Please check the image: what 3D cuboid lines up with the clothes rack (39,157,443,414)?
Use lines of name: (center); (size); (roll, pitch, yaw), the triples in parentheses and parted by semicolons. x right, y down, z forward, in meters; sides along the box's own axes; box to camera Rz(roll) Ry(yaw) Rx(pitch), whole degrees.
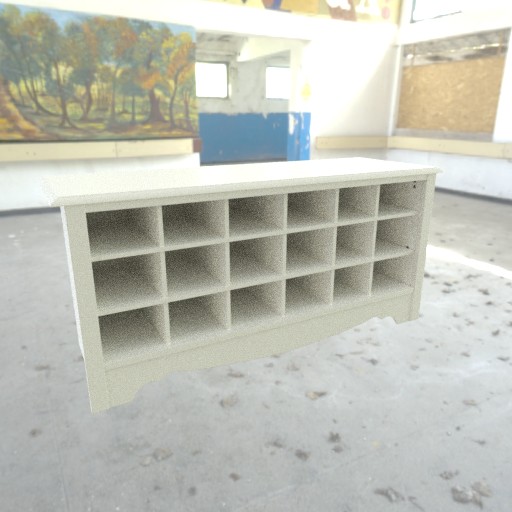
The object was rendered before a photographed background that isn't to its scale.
clothes rack: (0.000, 0.000, 1.474); (1.218, 0.558, 0.405); (-9, 20, -27)
